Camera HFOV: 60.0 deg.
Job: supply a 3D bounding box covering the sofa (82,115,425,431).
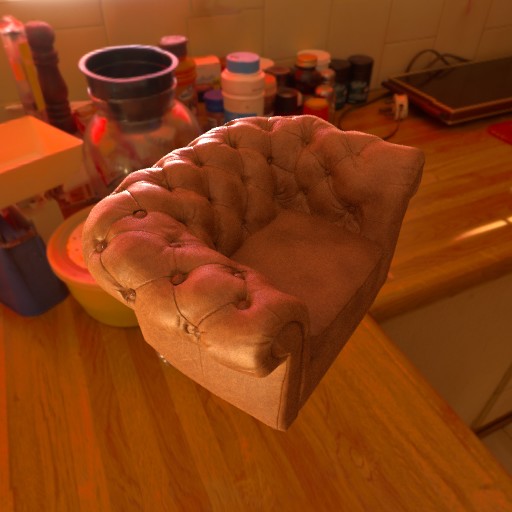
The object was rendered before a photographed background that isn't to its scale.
[{"bbox_3d":[0.000,0.000,2.035,1.033,0.878,1.405,25,47,26],"label":"sofa"}]
